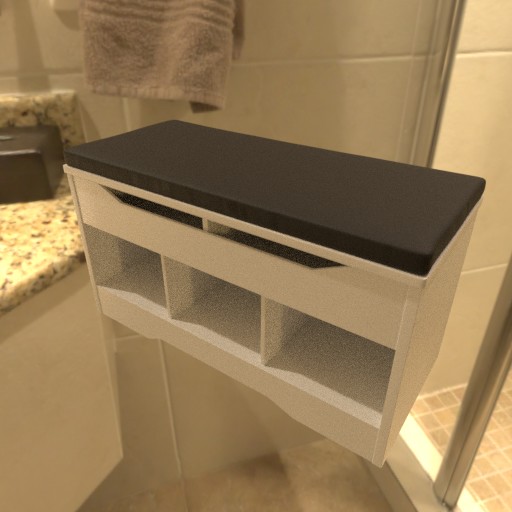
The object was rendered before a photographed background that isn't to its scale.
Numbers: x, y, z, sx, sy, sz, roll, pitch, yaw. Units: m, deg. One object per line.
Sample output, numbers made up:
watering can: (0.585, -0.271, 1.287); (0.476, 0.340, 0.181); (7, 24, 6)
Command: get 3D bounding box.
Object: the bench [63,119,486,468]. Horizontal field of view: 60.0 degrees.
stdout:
bench: (0.000, 0.000, 1.122); (0.899, 0.500, 0.401); (20, 36, 30)
